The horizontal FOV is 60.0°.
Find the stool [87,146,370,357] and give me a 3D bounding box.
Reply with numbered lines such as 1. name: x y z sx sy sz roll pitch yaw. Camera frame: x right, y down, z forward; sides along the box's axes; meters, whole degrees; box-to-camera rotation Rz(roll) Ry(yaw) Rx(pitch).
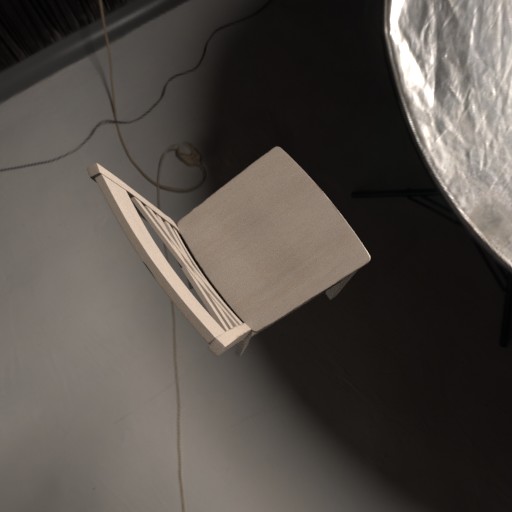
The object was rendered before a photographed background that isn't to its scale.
1. stool: 0.000 0.000 1.401 0.539 1.079 0.462 -35 77 -9
